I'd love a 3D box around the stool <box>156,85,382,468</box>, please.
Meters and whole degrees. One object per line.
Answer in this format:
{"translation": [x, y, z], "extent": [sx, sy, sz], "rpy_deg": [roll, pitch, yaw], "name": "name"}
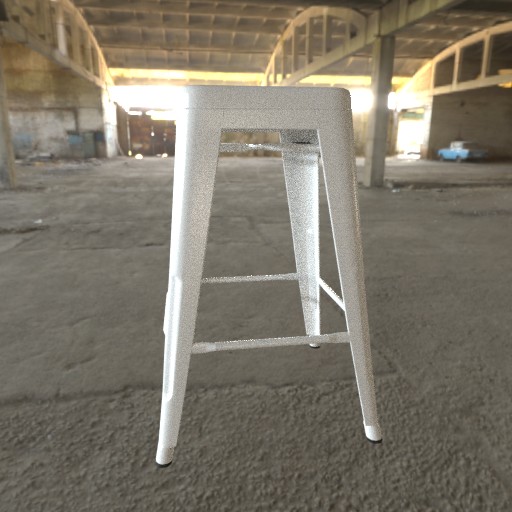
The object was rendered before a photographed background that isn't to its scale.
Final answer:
{"translation": [0.000, 0.000, 0.885], "extent": [0.406, 0.610, 0.406], "rpy_deg": [-2, 15, -9], "name": "stool"}
